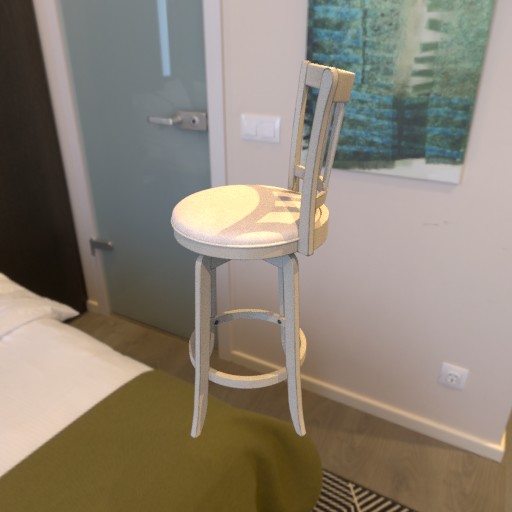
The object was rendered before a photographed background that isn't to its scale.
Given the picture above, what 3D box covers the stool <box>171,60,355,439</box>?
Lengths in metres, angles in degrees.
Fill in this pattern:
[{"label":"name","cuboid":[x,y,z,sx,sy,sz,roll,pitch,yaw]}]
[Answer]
[{"label":"stool","cuboid":[0.000,0.000,1.309,0.475,1.042,0.436,0,26,-1]}]
